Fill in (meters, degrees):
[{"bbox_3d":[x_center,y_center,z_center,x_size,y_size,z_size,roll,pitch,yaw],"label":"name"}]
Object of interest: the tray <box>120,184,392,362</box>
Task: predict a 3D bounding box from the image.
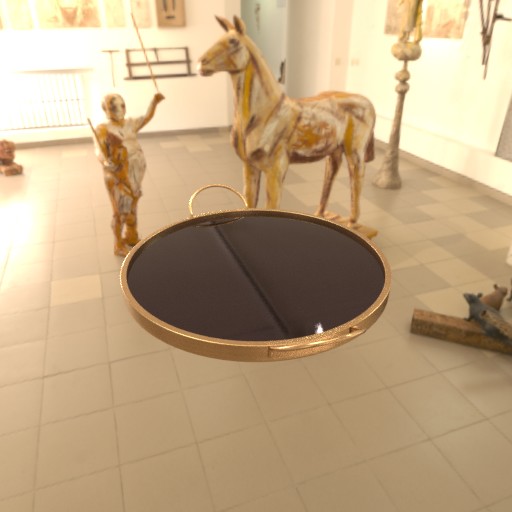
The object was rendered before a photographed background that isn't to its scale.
[{"bbox_3d":[0.000,0.000,0.737,0.438,0.069,0.543,-10,30,-18],"label":"tray"}]
